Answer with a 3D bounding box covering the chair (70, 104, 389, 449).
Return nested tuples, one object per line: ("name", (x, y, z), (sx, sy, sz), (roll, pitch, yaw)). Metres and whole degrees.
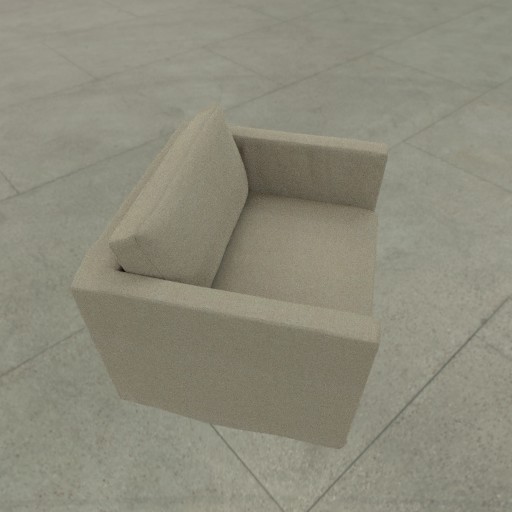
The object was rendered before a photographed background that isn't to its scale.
("chair", (0.000, 0.000, 1.780), (0.949, 0.863, 1.057), (9, 46, 9))
